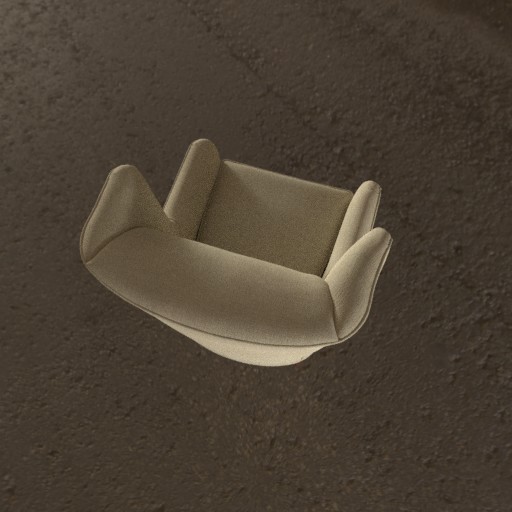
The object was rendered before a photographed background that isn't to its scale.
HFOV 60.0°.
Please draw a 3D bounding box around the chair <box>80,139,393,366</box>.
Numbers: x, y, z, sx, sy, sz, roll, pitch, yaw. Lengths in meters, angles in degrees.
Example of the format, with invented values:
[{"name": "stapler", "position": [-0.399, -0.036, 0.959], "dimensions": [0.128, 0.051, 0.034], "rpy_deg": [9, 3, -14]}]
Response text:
[{"name": "chair", "position": [0.000, 0.000, 1.735], "dimensions": [0.838, 1.040, 0.966], "rpy_deg": [16, 64, 8]}]
